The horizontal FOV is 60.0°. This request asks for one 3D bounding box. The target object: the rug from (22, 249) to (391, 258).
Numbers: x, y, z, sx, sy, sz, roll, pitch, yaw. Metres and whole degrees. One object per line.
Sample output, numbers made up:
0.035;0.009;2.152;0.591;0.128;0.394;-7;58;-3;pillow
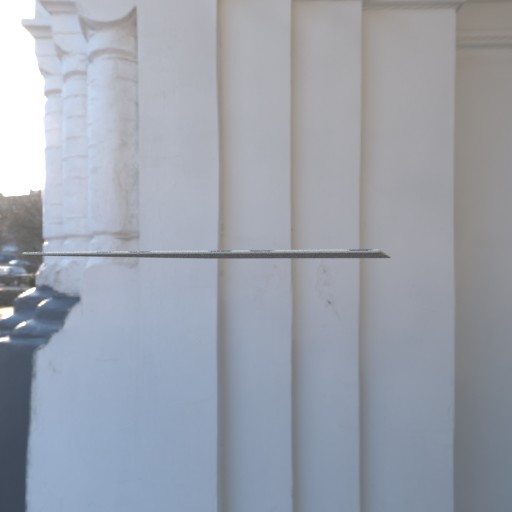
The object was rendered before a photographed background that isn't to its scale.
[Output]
0.000;0.000;3.872;2.211;0.021;2.910;0;-1;18;rug
